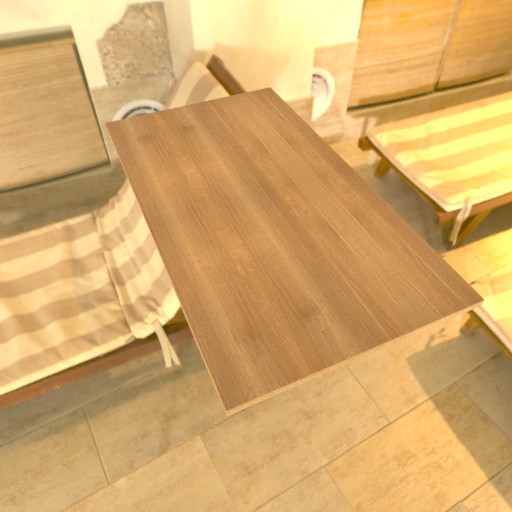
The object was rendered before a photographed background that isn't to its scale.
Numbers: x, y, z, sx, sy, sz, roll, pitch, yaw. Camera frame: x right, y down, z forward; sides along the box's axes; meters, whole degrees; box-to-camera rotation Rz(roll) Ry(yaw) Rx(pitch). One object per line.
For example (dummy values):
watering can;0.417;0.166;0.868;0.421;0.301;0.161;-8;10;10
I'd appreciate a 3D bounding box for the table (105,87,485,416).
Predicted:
table;0.000;0.000;2.078;0.900;0.750;1.600;-18;50;-16
